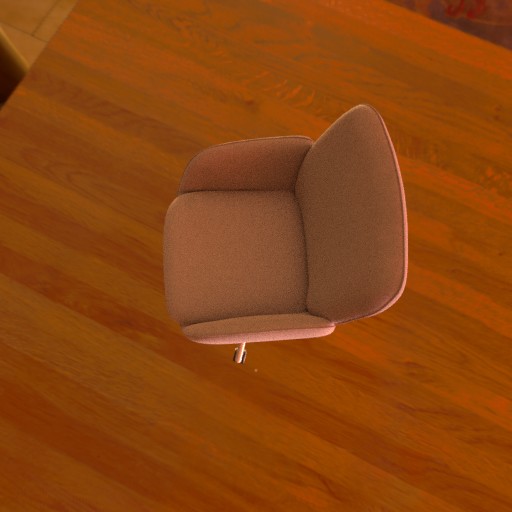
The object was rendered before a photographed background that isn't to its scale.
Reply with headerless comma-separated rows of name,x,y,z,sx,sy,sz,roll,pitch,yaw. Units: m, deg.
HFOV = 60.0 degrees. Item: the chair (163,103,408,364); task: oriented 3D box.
chair,0.000,0.000,1.416,0.654,0.959,0.648,-4,76,-1
